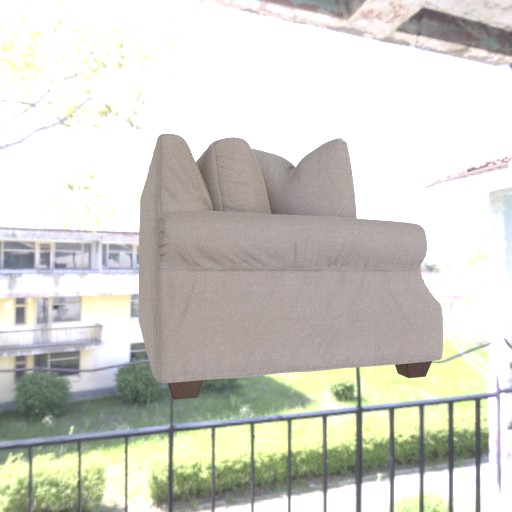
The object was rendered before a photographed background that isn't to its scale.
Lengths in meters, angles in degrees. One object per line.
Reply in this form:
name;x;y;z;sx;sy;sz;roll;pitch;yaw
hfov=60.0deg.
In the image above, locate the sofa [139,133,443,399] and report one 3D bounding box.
sofa;0.000;0.000;2.168;1.070;0.905;1.550;0;0;-17
